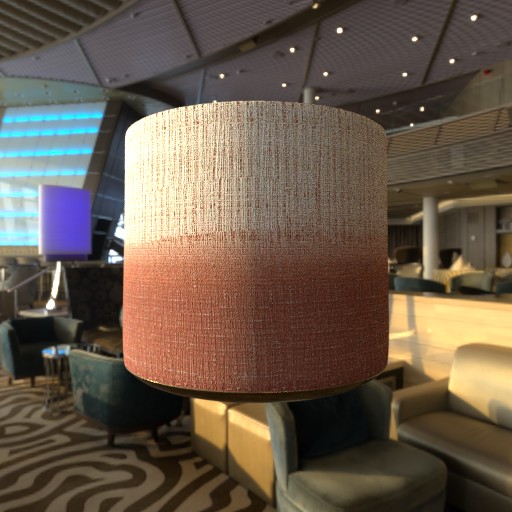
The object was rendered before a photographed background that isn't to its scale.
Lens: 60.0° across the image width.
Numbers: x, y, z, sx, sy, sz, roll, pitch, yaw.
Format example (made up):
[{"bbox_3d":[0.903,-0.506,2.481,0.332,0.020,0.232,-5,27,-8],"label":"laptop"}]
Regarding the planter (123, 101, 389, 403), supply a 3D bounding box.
[{"bbox_3d":[0.000,0.000,0.309,0.178,0.157,0.178,0,0,0],"label":"planter"}]
